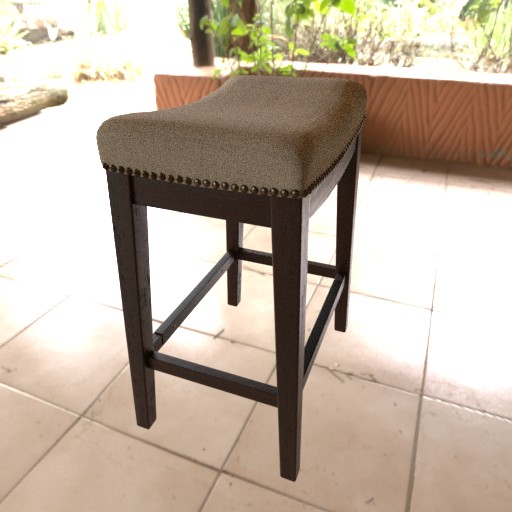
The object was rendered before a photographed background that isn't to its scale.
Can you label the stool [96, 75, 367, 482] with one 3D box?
[{"bbox_3d":[0.000,0.000,0.953,0.363,0.669,0.509,11,32,18],"label":"stool"}]
